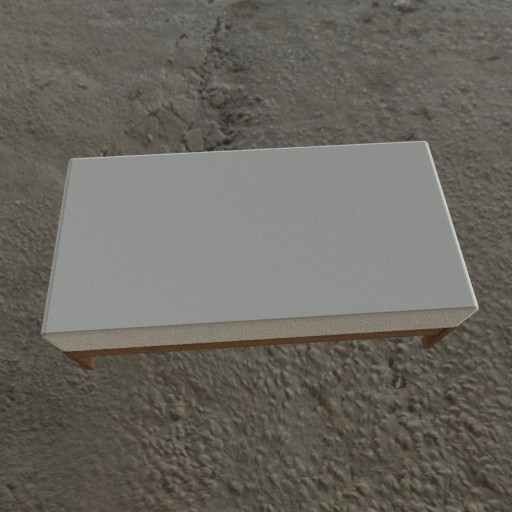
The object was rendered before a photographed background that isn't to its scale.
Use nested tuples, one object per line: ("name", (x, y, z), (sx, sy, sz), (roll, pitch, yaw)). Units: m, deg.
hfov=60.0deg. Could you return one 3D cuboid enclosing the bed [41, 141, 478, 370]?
("bed", (0.000, 0.000, 2.384), (1.902, 0.616, 0.961), (-3, 63, -2))
